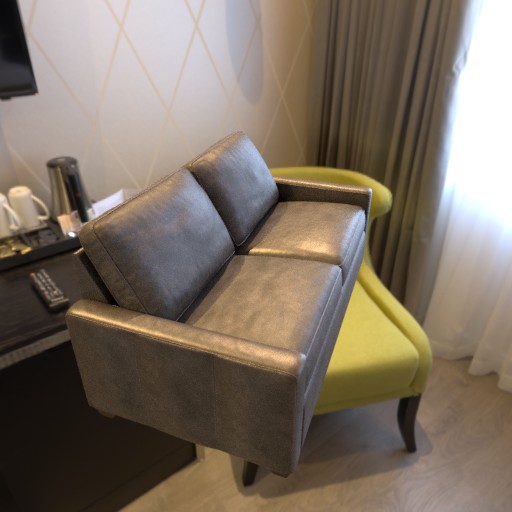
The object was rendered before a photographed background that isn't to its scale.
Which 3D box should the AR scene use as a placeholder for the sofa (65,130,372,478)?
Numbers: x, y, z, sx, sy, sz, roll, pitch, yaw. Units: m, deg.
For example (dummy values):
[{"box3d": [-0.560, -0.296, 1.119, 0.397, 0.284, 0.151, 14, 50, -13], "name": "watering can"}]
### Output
[{"box3d": [0.000, 0.000, 2.289, 0.939, 0.916, 1.732, 11, 32, 18], "name": "sofa"}]
